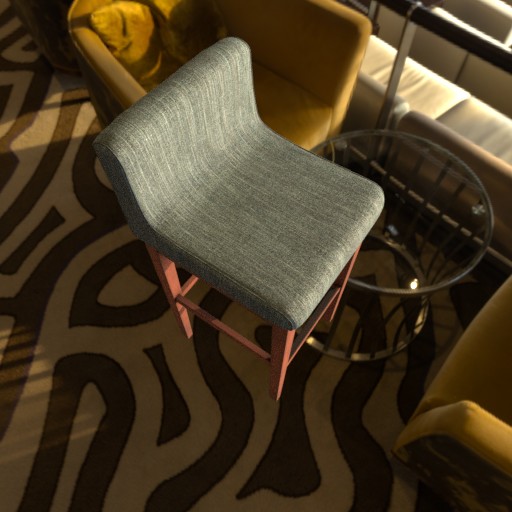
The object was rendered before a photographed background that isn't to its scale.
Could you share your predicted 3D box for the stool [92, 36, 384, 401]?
[{"bbox_3d":[0.000,0.000,1.253,0.499,0.965,0.426,31,63,18],"label":"stool"}]
